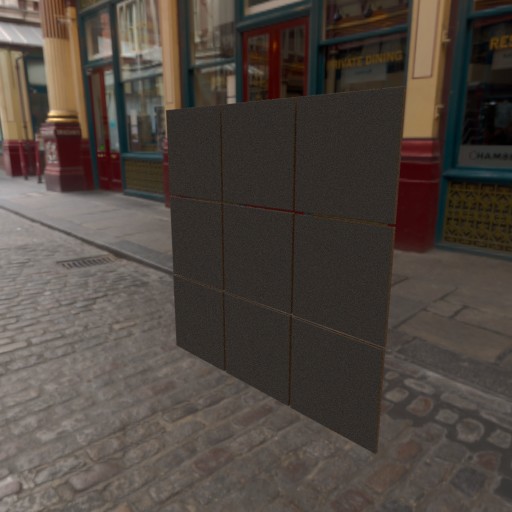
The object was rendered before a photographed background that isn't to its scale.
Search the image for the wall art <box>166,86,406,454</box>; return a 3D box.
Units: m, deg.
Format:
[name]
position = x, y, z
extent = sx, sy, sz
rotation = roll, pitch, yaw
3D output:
[wall art]
position = 0.000, 0.000, 2.299
extent = 0.017, 1.521, 1.527
rotation = -13, 19, -43
